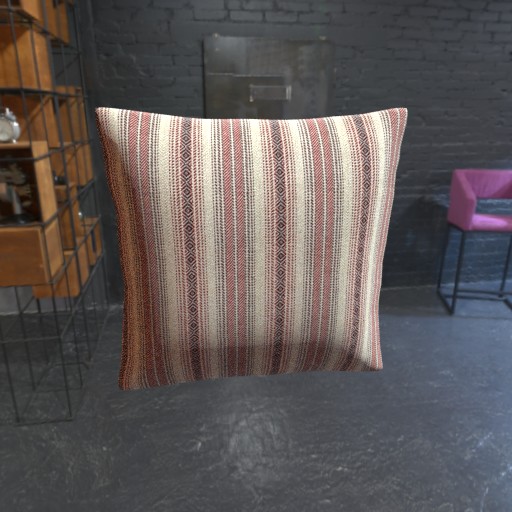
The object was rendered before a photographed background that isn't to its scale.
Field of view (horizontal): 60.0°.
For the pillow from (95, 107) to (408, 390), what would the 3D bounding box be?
[{"bbox_3d":[0.000,0.000,0.783,0.513,0.497,0.166,-2,18,-7],"label":"pillow"}]
